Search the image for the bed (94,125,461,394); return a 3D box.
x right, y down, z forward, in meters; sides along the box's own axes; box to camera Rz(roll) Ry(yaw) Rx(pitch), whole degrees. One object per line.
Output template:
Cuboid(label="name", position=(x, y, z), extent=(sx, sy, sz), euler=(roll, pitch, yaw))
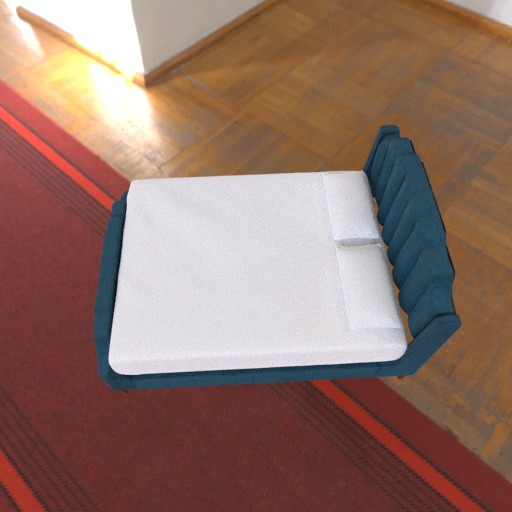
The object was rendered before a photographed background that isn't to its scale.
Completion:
Cuboid(label="bed", position=(0.000, 0.000, 3.372), extent=(2.322, 1.351, 1.676), euler=(-3, 58, -2))
